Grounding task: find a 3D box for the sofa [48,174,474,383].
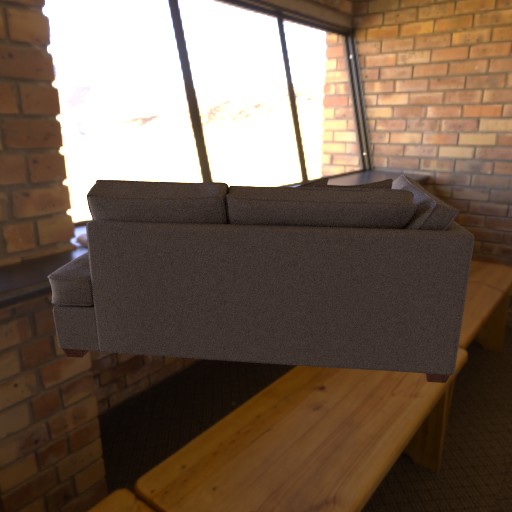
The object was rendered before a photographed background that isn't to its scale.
[{"bbox_3d":[0.000,0.000,2.827,2.237,1.033,1.110,2,17,7],"label":"sofa"}]
